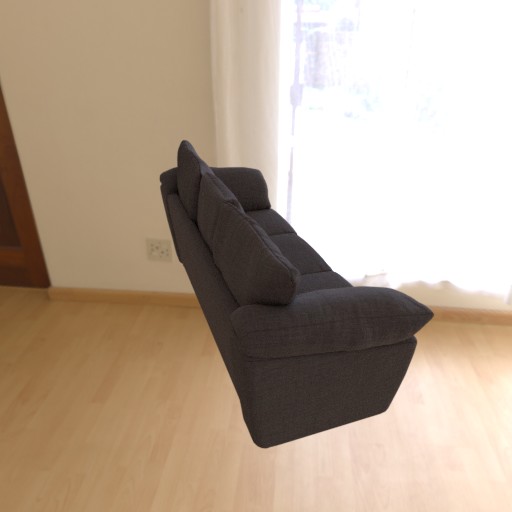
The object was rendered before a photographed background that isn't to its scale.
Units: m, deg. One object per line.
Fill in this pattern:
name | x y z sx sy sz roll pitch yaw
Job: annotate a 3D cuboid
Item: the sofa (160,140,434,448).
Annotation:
sofa | 0.000 0.000 2.885 0.883 1.080 2.336 -9 30 -17
